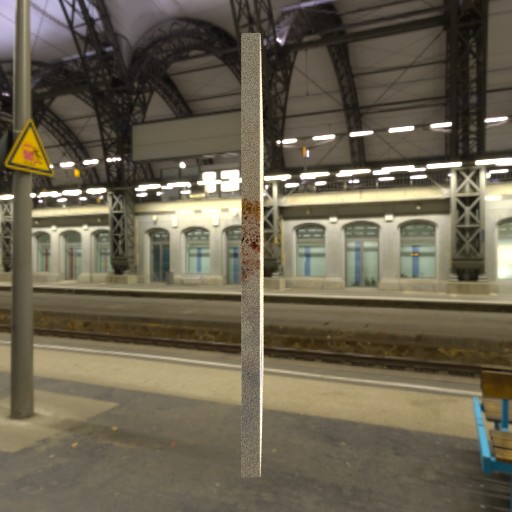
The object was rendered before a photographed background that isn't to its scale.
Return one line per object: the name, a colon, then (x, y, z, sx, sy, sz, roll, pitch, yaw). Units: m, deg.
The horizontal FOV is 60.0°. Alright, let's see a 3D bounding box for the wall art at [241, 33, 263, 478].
wall art: (0.000, 0.000, 1.329, 0.038, 0.889, 0.889, 0, 0, 1)
